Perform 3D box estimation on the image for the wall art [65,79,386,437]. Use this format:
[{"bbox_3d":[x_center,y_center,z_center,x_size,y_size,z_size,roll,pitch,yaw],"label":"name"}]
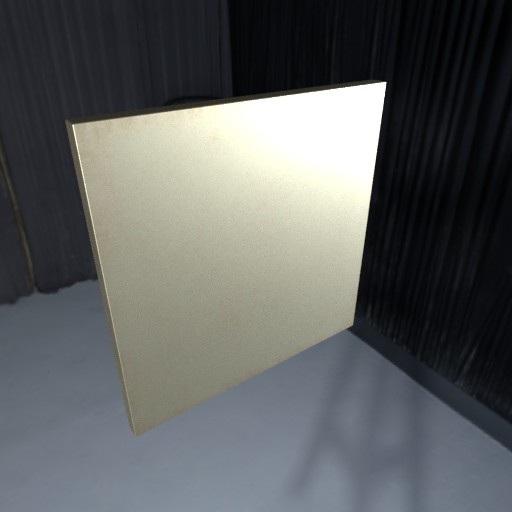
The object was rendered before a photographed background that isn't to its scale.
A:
[{"bbox_3d":[0.000,0.000,0.737,0.503,0.506,0.030,-19,35,-30],"label":"wall art"}]
